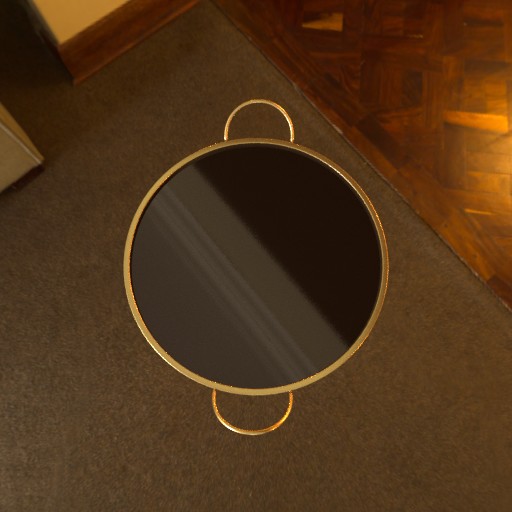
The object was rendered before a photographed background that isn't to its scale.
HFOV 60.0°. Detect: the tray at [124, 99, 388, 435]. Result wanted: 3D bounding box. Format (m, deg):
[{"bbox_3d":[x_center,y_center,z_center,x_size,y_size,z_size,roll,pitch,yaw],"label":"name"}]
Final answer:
[{"bbox_3d":[0.000,0.000,0.729,0.438,0.069,0.543,1,75,0],"label":"tray"}]
